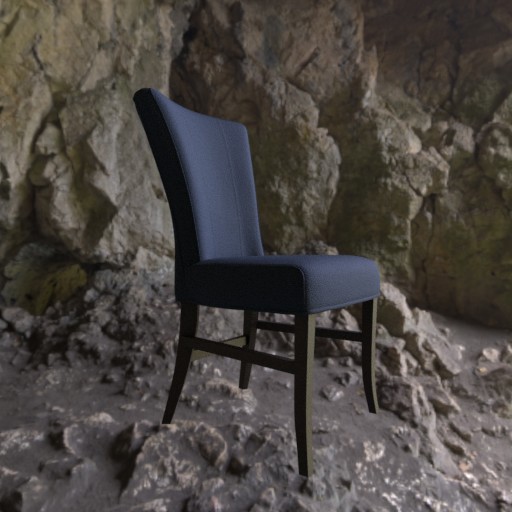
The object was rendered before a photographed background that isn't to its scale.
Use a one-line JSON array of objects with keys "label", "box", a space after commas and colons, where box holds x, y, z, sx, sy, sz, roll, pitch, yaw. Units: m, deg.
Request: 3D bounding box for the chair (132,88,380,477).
[{"label": "chair", "box": [0.000, 0.000, 1.370, 0.660, 0.991, 0.520, 1, 1, 34]}]
